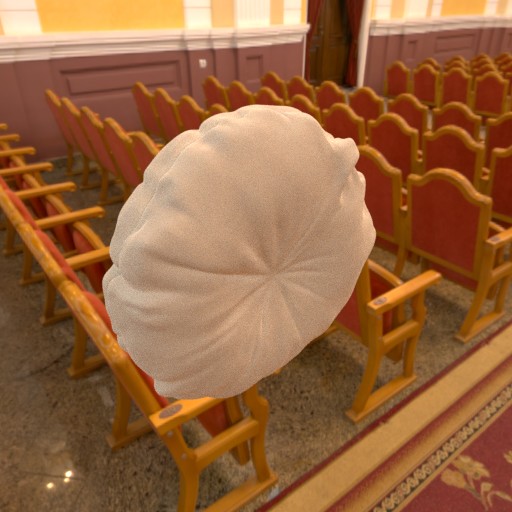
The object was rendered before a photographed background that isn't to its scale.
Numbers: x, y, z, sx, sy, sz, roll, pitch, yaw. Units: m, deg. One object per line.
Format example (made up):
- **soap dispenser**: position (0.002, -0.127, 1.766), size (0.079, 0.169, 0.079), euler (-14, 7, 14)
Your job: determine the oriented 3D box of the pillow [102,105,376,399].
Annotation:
- **pillow**: position (0.000, 0.000, 0.631), size (0.428, 0.407, 0.148), euler (-21, 36, -31)
